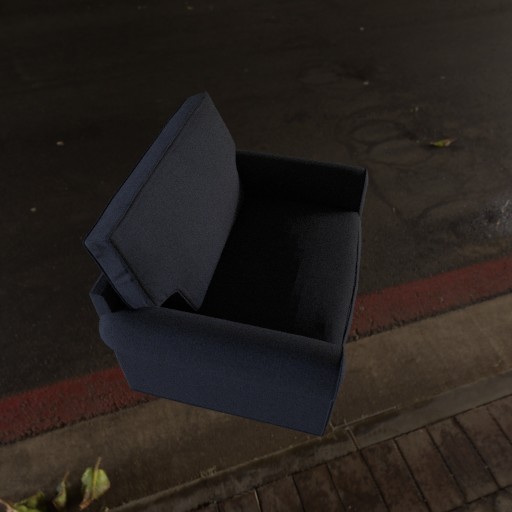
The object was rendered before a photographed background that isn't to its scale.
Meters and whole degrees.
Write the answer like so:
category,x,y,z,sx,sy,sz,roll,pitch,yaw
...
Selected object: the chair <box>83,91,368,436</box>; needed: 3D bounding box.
category,x,y,z,sx,sy,sz,roll,pitch,yaw
chair,0.000,0.000,2.049,0.963,1.044,1.285,10,48,9
